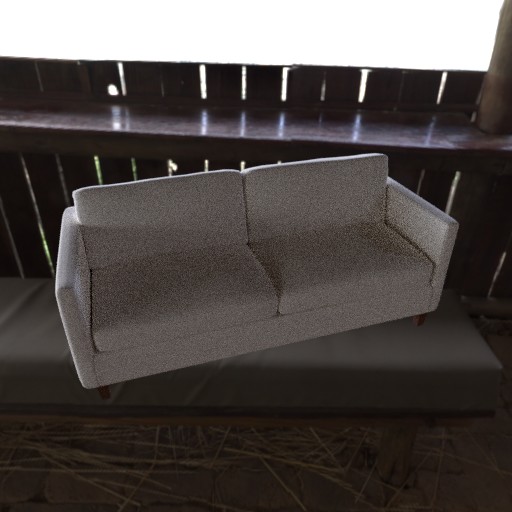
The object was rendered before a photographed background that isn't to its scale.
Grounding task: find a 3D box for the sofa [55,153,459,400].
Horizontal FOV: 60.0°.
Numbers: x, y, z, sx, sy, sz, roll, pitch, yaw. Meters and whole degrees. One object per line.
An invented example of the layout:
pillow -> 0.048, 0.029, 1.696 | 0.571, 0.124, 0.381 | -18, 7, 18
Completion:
sofa -> 0.000, 0.000, 2.680 | 2.139, 0.933, 0.924 | -9, 33, -15
